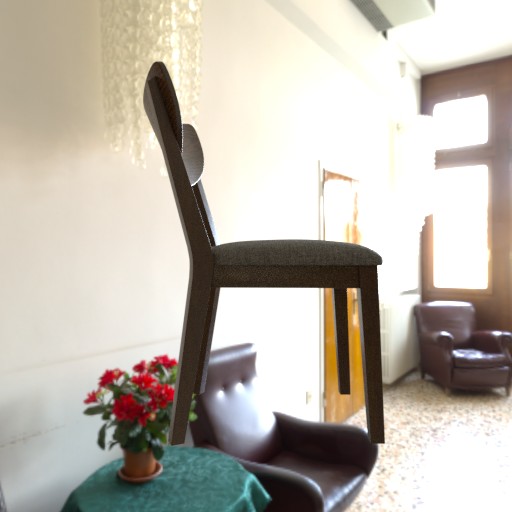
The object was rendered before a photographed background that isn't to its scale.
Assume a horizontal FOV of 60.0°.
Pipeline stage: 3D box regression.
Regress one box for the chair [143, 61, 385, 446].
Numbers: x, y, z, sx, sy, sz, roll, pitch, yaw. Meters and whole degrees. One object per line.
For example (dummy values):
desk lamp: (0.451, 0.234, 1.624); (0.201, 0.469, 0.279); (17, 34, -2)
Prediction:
chair: (0.000, 0.000, 1.196); (0.583, 0.849, 0.491); (0, 0, 0)
